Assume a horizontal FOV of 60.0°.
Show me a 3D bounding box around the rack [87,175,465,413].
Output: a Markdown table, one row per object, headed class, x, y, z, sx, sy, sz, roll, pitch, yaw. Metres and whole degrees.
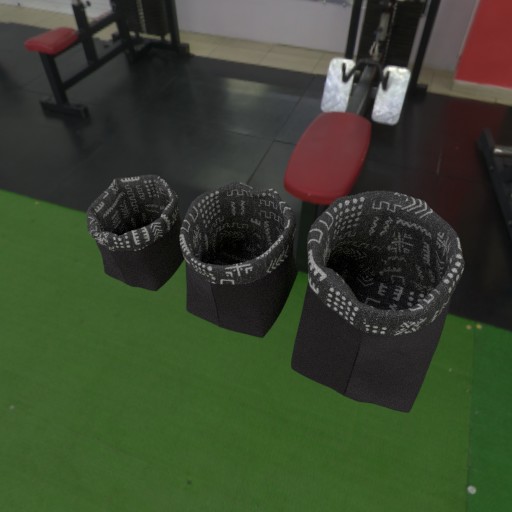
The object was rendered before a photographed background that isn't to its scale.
| class | x | y | z | sx | sy | sz | roll | pitch | yaw |
| --- | --- | --- | --- | --- | --- | --- | --- | --- | --- |
| rack | 0.000 | 0.000 | 1.072 | 0.905 | 0.323 | 0.379 | 17 | 49 | 16 |
